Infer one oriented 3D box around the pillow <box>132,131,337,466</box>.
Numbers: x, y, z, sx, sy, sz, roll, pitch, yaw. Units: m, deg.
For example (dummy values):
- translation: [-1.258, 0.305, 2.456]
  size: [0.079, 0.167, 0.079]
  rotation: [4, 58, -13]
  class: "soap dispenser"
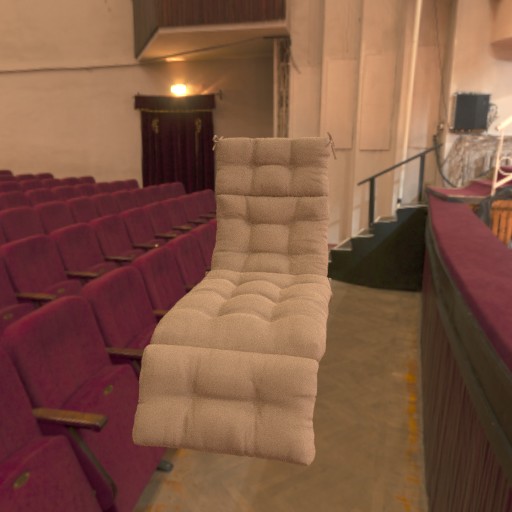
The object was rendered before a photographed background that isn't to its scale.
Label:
- translation: [0.000, 0.000, 1.516]
  size: [0.526, 0.863, 1.016]
  rotation: [2, 13, 10]
  class: "pillow"
